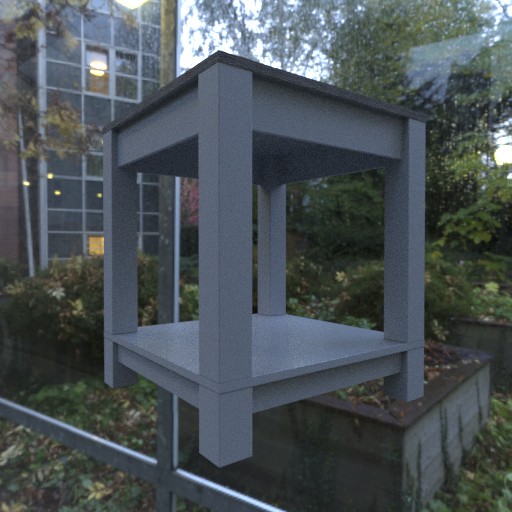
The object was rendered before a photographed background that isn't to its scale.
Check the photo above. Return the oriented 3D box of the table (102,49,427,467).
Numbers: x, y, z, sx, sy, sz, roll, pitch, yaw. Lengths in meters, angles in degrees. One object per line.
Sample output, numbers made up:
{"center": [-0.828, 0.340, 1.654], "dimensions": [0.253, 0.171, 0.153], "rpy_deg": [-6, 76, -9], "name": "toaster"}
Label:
{"center": [0.000, 0.000, 0.975], "dimensions": [0.506, 0.587, 0.504], "rpy_deg": [-1, 1, -37], "name": "table"}
